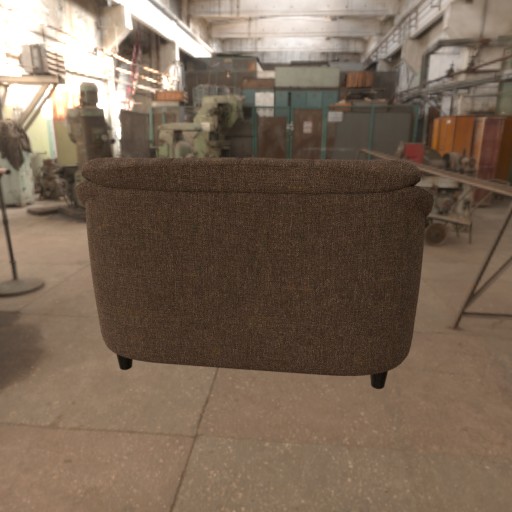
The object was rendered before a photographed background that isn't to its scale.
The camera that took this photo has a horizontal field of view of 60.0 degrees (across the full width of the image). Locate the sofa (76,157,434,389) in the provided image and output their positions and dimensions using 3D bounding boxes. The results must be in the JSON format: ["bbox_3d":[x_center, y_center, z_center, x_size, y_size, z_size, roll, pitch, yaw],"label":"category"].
[{"bbox_3d":[0.000,0.000,1.963,1.404,0.895,0.799,2,16,8],"label":"sofa"}]
